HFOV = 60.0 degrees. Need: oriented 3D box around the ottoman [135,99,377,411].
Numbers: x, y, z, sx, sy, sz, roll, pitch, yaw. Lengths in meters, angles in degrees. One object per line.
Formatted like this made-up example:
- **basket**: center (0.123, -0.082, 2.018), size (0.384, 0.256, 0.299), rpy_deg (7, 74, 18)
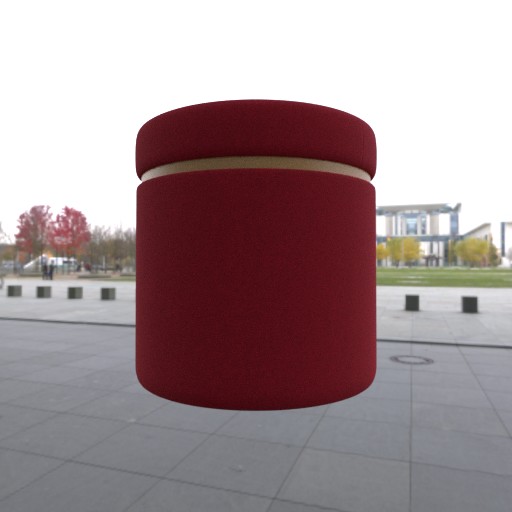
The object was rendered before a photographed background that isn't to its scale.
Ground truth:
- **ottoman**: center (0.000, 0.000, 0.757), size (0.400, 0.406, 0.400), rpy_deg (0, -1, 0)
